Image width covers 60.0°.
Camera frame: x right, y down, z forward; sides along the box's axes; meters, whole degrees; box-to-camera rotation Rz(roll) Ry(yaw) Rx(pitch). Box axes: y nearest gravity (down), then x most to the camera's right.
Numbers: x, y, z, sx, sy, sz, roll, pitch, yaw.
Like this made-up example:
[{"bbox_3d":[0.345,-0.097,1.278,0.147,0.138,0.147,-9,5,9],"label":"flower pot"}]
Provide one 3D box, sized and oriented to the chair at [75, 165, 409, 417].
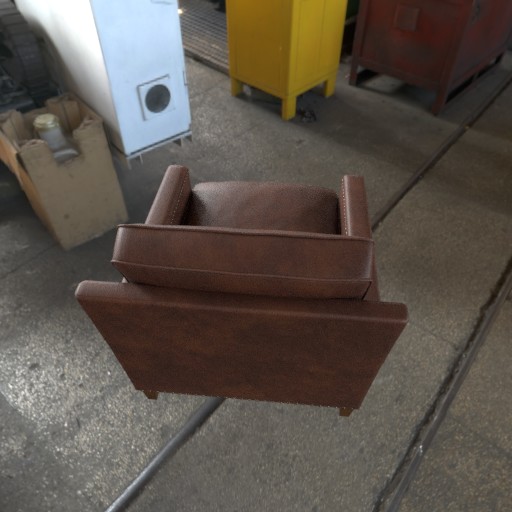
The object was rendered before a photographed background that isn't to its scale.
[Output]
[{"bbox_3d":[0.000,0.000,1.690,0.853,0.929,1.014,4,46,4],"label":"chair"}]
